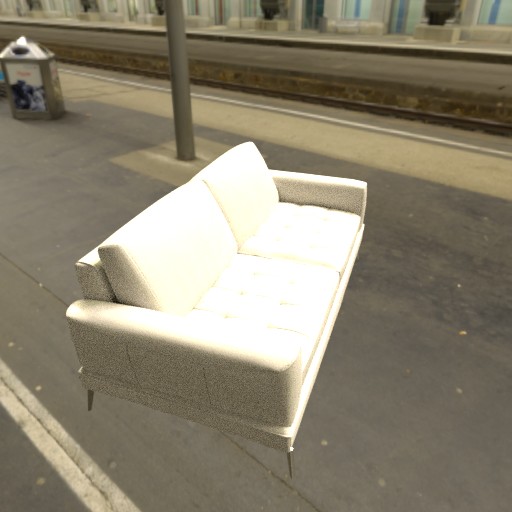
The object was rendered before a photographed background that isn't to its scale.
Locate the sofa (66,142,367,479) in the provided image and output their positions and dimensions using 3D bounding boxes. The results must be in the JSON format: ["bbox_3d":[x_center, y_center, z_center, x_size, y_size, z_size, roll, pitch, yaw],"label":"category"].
[{"bbox_3d":[0.000,0.000,2.749,1.121,0.930,2.177,10,32,17],"label":"sofa"}]
